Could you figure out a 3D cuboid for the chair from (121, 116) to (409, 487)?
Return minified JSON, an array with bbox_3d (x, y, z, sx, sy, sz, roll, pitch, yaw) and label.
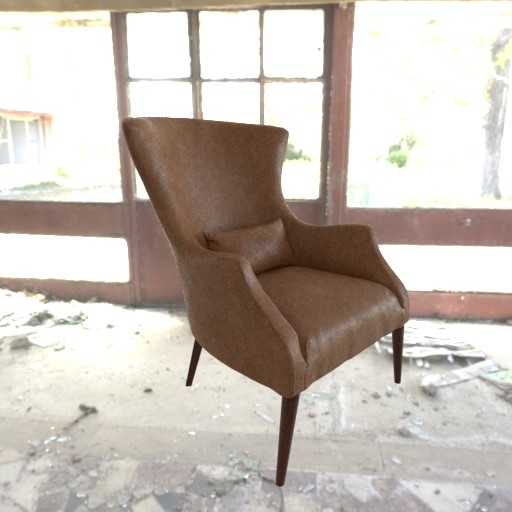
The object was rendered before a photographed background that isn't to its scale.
[{"bbox_3d":[0.000,0.000,1.717,0.955,1.067,0.846,12,19,41],"label":"chair"}]
